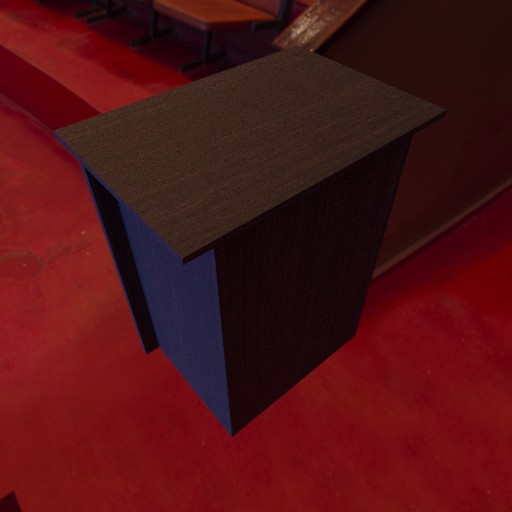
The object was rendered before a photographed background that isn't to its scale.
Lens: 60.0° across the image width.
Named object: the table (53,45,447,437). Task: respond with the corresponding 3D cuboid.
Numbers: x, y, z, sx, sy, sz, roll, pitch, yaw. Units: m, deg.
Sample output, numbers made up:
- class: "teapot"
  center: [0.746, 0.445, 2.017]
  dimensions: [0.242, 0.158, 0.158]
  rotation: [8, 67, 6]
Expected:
- class: "table"
  center: [0.000, 0.000, 1.057]
  dimensions: [0.591, 0.711, 0.406]
  rotation: [-31, 54, -27]
